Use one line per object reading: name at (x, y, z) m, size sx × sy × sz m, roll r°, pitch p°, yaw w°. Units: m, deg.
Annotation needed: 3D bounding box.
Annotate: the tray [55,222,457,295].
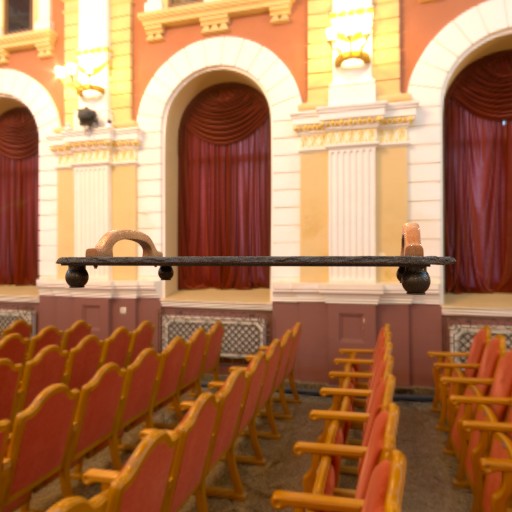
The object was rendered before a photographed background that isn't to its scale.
tray at (0.000, 0.000, 0.470) m, size 0.387 × 0.062 × 0.231 m, roll 0°, pitch -1°, yaw 16°
